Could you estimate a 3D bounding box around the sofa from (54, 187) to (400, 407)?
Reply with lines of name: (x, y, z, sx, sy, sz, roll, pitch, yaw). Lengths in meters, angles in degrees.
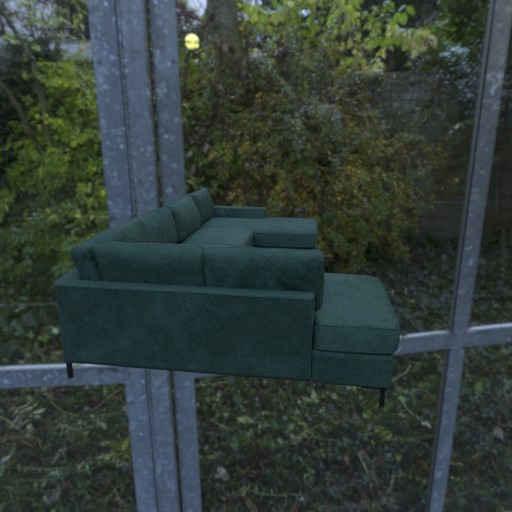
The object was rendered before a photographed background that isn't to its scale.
sofa: (0.000, 0.000, 3.872, 1.992, 0.861, 2.994, 2, 16, 8)
